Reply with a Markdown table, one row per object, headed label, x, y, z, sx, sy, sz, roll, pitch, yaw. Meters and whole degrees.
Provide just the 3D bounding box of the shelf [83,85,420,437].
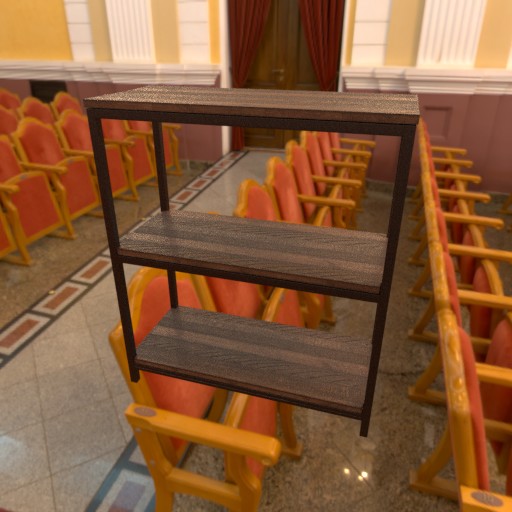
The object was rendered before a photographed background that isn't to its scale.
| label | x | y | z | sx | sy | sz | roll | pitch | yaw |
| --- | --- | --- | --- | --- | --- | --- | --- | --- | --- |
| shelf | 0.000 | 0.000 | 1.392 | 0.822 | 0.947 | 0.352 | 8 | 28 | 15 |
